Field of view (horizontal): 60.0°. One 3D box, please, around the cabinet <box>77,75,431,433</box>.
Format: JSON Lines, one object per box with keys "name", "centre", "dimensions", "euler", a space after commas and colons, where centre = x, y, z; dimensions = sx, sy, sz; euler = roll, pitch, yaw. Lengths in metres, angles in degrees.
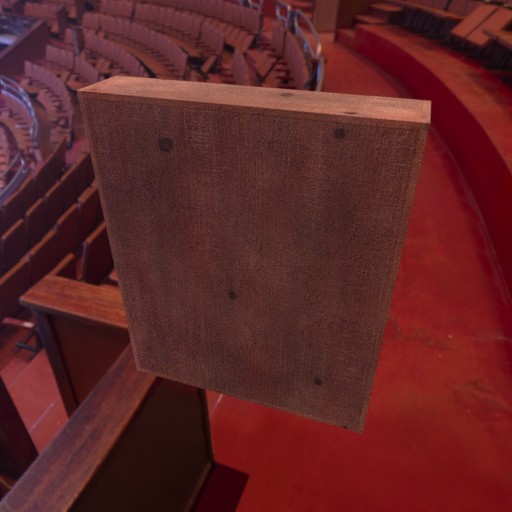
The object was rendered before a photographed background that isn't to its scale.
{"name": "cabinet", "centre": [0.000, 0.000, 0.815], "dimensions": [0.489, 0.590, 0.184], "euler": [11, 35, 15]}
